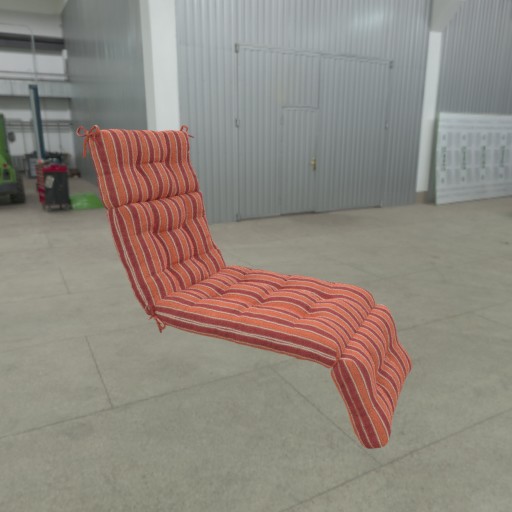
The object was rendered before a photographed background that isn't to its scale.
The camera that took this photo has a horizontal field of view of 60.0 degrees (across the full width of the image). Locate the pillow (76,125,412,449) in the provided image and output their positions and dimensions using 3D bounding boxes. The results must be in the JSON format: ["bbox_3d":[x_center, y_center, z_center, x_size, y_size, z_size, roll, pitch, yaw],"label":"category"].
[{"bbox_3d":[0.000,0.000,1.488,1.016,0.863,0.526,7,17,26],"label":"pillow"}]
